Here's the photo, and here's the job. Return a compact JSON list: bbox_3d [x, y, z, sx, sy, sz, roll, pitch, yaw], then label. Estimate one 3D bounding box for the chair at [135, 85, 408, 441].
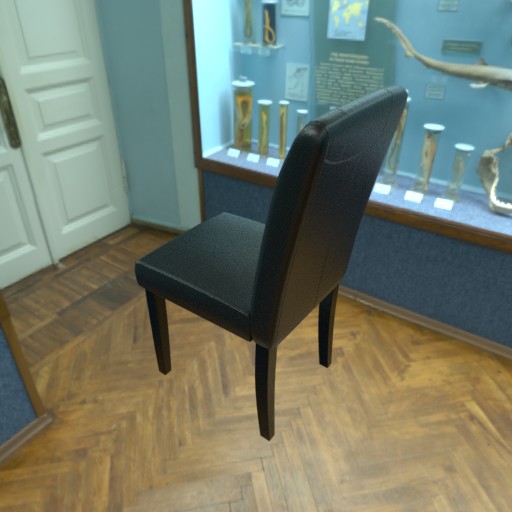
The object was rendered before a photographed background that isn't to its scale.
[{"bbox_3d":[0.000,0.000,1.203,0.556,0.897,0.399,21,38,30],"label":"chair"}]
